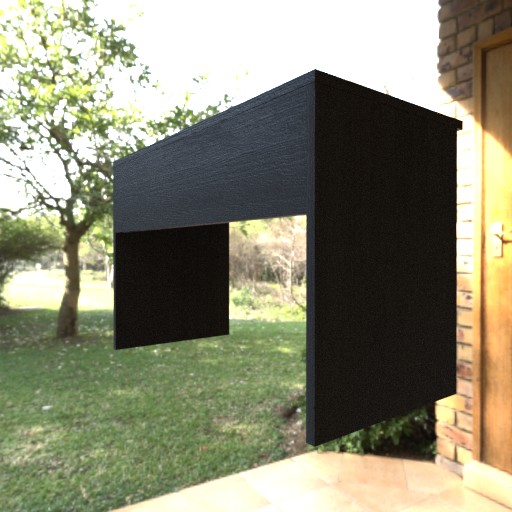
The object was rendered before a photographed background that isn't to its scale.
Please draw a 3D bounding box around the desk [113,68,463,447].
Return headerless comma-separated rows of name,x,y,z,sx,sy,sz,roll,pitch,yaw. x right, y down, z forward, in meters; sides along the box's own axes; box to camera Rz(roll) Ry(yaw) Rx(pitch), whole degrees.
desk,0.000,0.000,1.459,0.557,0.729,1.099,0,1,-37
